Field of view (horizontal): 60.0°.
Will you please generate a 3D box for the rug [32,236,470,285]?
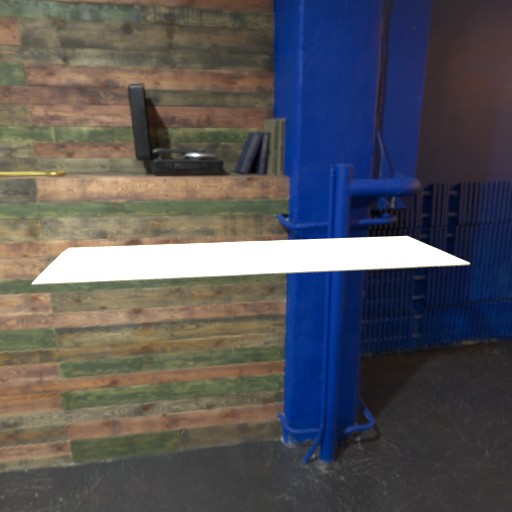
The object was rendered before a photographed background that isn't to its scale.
[{"bbox_3d":[0.000,0.000,2.796,2.450,0.014,0.793,-2,15,-9],"label":"rug"}]
